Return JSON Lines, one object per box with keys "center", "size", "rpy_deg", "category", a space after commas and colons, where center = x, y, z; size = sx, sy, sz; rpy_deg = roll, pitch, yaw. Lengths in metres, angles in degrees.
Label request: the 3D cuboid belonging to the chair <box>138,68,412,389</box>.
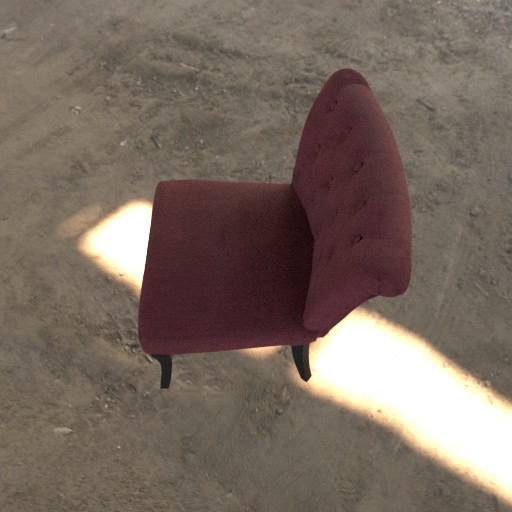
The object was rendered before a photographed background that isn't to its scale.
{"center": [0.000, 0.000, 1.192], "size": [0.605, 0.750, 0.582], "rpy_deg": [-1, 58, -1], "category": "chair"}
